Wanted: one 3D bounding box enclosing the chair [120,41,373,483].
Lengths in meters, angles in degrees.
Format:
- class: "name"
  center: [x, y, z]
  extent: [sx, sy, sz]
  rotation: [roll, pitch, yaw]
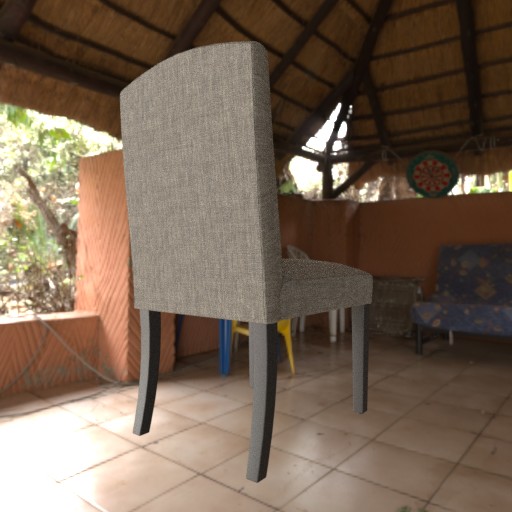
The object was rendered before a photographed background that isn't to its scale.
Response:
- class: "chair"
  center: [0.000, 0.000, 1.222]
  extent: [0.451, 0.917, 0.580]
  rotation: [0, 0, 38]
